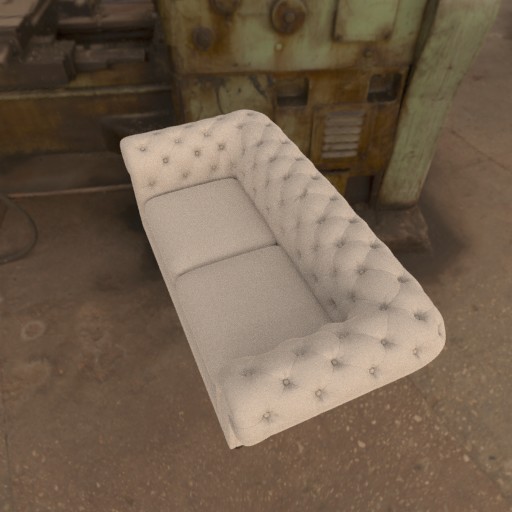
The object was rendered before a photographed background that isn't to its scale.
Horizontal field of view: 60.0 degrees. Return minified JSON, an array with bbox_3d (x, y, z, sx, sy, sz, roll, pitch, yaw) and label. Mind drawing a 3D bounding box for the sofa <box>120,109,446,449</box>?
[{"bbox_3d":[0.000,0.000,2.449,0.986,0.764,1.998,-18,49,-16],"label":"sofa"}]
